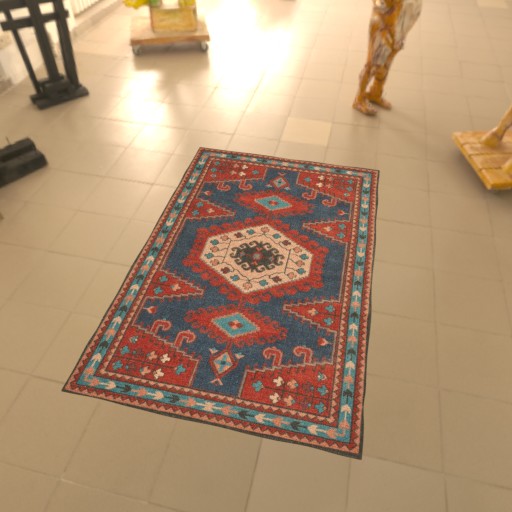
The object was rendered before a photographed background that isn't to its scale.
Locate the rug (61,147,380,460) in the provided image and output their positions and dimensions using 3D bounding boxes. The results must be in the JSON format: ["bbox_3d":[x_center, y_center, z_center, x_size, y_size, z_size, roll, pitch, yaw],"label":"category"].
[{"bbox_3d":[0.000,0.000,2.305,1.207,0.012,1.820,9,47,9],"label":"rug"}]
